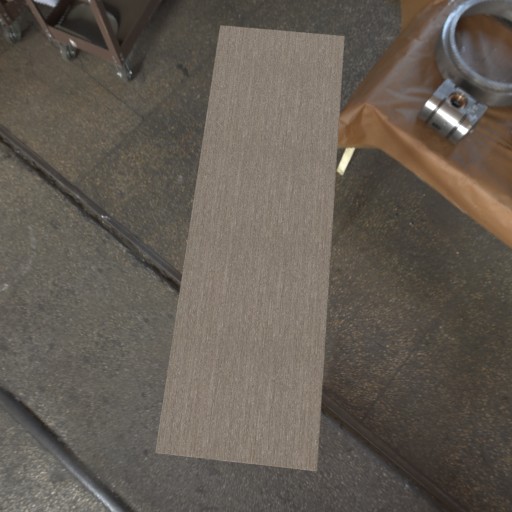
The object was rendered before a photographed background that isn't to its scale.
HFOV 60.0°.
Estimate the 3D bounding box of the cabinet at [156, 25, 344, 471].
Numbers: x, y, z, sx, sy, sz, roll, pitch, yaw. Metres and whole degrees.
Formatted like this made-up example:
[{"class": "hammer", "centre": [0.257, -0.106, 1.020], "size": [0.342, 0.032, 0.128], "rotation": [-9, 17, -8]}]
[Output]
[{"class": "cabinet", "centre": [0.000, 0.000, 1.550], "size": [0.405, 0.787, 1.194], "rotation": [6, 75, 2]}]
